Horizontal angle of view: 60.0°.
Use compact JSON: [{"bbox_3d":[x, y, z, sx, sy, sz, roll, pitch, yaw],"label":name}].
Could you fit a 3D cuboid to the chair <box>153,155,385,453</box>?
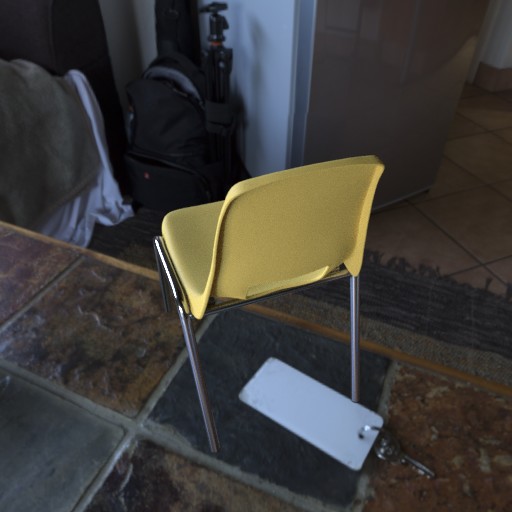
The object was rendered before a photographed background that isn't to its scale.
[{"bbox_3d":[0.000,0.000,0.908,0.381,0.653,0.436,-14,44,-15],"label":"chair"}]
